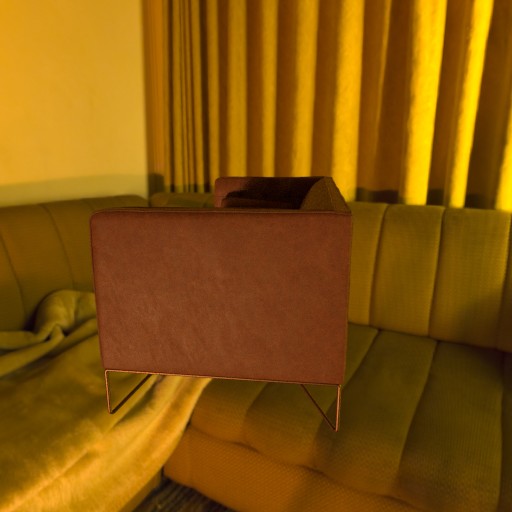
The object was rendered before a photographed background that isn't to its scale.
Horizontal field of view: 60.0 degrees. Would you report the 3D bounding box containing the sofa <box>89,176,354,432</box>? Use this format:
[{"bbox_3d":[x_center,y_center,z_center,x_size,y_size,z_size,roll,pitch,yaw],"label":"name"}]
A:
[{"bbox_3d":[0.000,0.000,2.532,0.912,0.798,2.079,2,13,7],"label":"sofa"}]
